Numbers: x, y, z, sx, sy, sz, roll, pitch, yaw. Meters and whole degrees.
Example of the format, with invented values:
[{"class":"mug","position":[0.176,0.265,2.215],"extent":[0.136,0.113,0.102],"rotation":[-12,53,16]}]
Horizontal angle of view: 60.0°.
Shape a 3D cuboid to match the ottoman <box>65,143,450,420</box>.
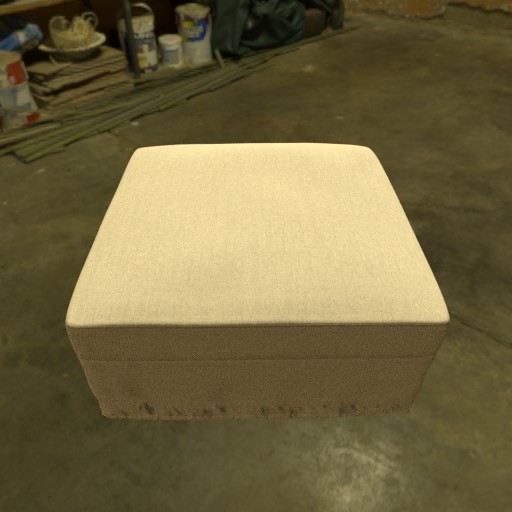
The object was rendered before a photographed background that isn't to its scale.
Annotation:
[{"class":"ottoman","position":[0.000,0.000,1.341],"extent":[0.843,0.436,0.840],"rotation":[-1,40,-1]}]
